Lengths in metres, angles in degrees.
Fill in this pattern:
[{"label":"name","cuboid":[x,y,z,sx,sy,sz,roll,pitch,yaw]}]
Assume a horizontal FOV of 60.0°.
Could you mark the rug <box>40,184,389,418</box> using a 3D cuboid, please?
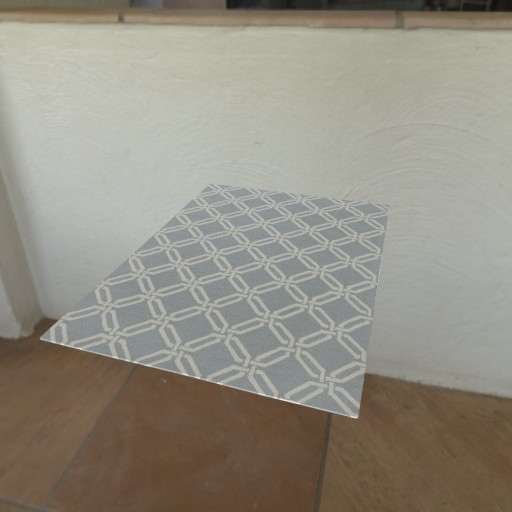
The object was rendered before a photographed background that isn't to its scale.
[{"label":"rug","cuboid":[0.000,0.000,2.806,1.522,0.013,2.133,9,32,15]}]
